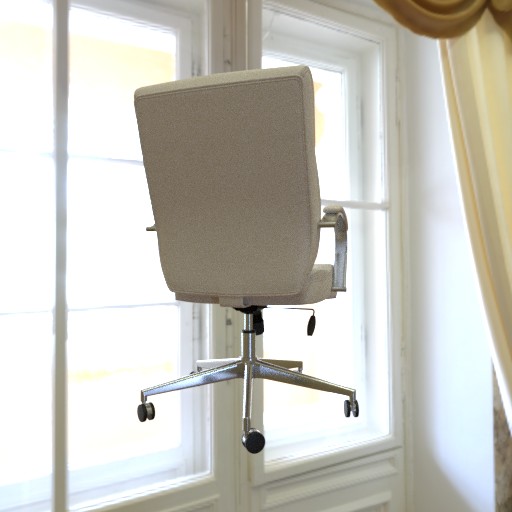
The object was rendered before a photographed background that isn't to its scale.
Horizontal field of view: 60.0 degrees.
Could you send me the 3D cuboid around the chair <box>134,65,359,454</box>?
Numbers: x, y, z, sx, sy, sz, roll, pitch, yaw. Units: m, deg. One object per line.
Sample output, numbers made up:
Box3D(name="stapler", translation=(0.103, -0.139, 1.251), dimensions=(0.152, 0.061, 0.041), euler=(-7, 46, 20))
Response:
Box3D(name="chair", translation=(0.000, 0.000, 1.602), dimensions=(0.727, 1.099, 0.745), euler=(0, 0, 18))
